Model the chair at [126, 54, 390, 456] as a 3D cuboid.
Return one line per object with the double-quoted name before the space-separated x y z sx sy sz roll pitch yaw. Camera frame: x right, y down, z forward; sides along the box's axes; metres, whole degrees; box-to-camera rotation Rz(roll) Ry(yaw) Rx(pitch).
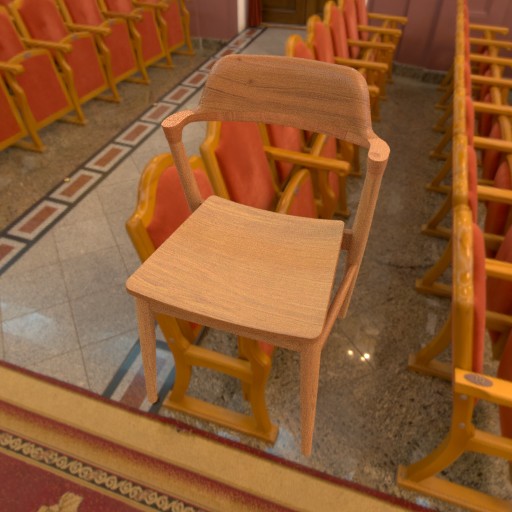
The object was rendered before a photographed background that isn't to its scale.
"chair" 0.000 0.000 1.082 0.512 0.792 0.499 13 42 15
